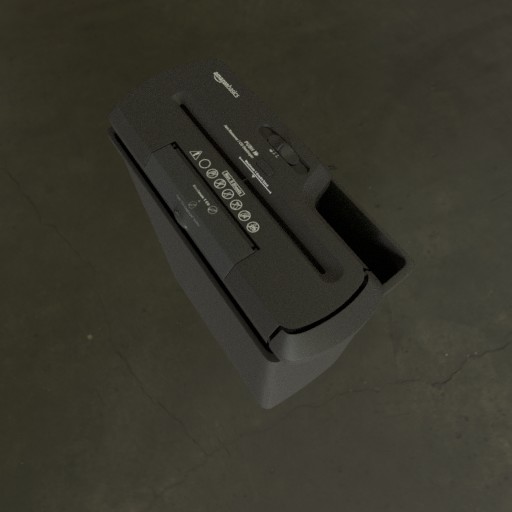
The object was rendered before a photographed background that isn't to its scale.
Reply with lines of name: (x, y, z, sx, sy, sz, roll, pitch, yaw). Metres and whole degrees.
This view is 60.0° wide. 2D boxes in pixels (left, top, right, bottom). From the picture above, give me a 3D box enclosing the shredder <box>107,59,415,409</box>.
shredder: (0.000, 0.000, 0.523, 0.170, 0.335, 0.320, -31, 66, -16)
